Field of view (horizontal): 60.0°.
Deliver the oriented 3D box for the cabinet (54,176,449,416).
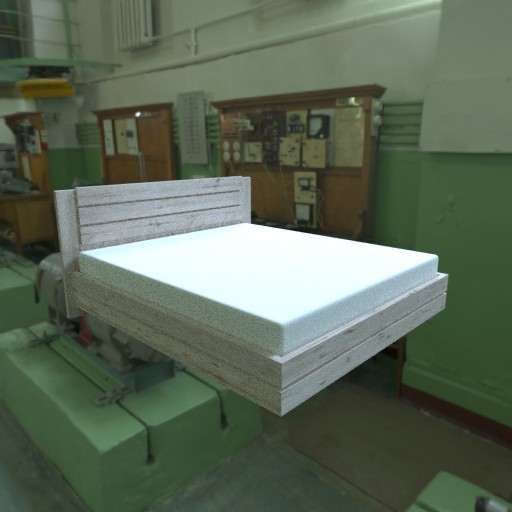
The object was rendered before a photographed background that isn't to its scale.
[{"bbox_3d":[0.000,0.000,3.222,2.080,0.970,1.950,13,19,42],"label":"cabinet"}]
